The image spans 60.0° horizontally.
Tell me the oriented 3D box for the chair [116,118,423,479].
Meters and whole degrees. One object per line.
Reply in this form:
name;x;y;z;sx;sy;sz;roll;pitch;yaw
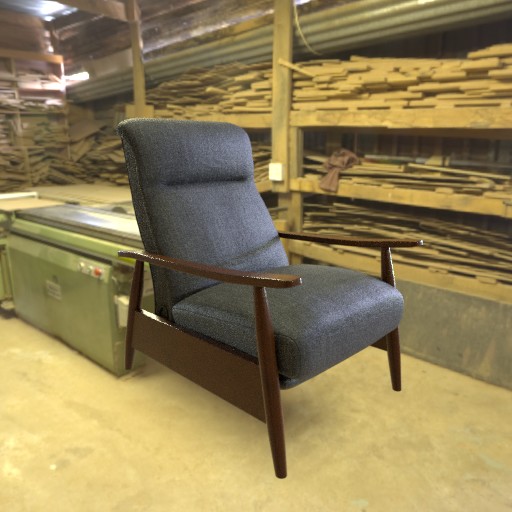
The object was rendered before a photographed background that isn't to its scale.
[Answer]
chair;0.000;0.000;1.782;0.762;1.082;1.030;-13;19;-43
